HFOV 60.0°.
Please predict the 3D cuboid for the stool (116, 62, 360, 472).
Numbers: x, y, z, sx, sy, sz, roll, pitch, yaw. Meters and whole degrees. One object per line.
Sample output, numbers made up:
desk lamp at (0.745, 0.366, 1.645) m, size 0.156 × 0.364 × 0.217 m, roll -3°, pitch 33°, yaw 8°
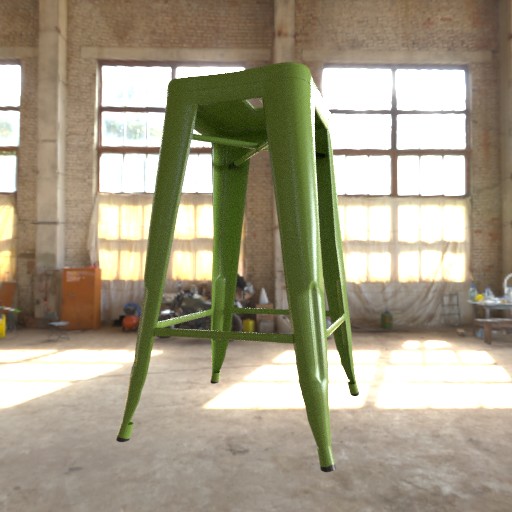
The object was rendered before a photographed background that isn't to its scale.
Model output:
stool at (0.000, 0.000, 0.856) m, size 0.358 × 0.609 × 0.398 m, roll 0°, pitch -1°, yaw 18°
